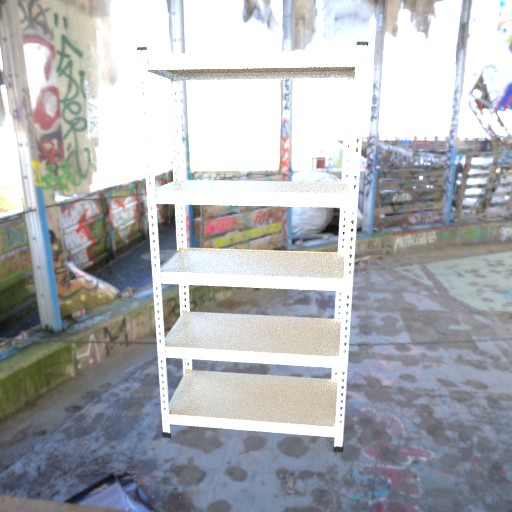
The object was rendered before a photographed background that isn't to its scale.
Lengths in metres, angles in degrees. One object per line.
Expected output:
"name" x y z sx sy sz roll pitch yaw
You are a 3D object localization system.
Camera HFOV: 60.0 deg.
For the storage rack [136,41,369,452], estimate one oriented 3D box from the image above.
"storage rack" 0.000 0.000 2.179 0.914 1.829 0.457 2 16 7
